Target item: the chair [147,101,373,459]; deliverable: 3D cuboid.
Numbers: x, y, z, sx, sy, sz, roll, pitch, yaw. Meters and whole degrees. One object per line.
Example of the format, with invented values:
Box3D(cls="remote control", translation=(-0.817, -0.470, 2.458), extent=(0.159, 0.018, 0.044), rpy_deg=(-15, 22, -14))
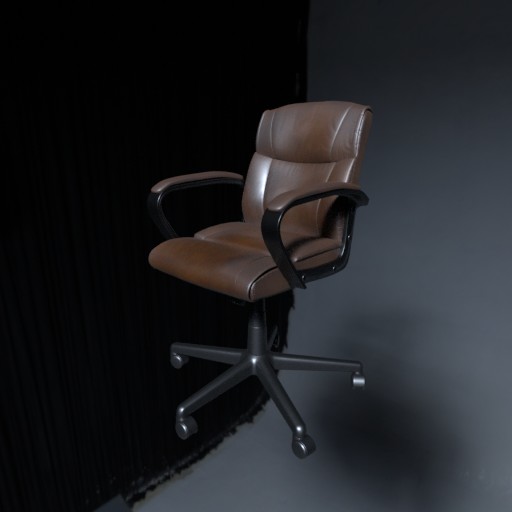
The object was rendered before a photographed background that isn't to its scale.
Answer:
Box3D(cls="chair", translation=(0.000, 0.000, 1.480), extent=(0.739, 1.004, 0.717), rpy_deg=(14, 21, 42))
